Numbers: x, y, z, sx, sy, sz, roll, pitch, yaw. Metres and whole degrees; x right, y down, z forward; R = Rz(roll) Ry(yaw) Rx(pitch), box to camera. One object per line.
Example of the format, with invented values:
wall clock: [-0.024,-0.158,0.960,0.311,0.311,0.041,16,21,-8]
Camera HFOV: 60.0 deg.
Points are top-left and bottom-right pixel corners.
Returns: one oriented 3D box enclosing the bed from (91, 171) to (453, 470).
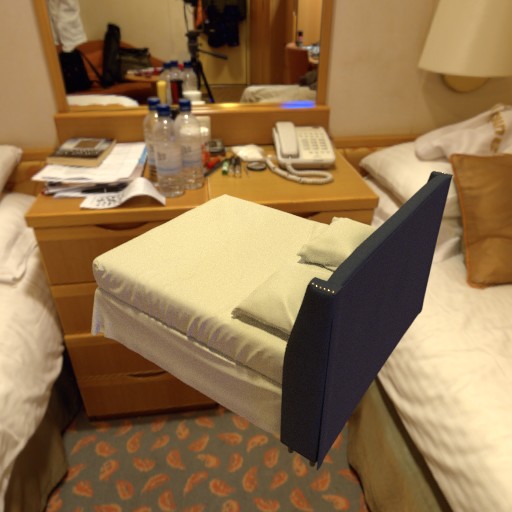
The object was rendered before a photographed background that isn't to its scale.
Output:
bed: [0.000,0.000,3.524,2.276,1.332,1.925,20,36,30]
